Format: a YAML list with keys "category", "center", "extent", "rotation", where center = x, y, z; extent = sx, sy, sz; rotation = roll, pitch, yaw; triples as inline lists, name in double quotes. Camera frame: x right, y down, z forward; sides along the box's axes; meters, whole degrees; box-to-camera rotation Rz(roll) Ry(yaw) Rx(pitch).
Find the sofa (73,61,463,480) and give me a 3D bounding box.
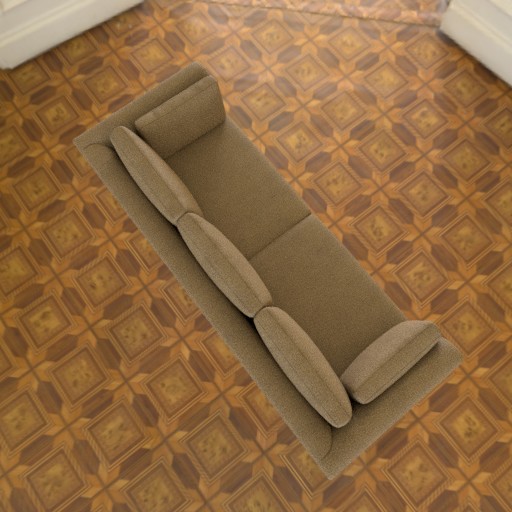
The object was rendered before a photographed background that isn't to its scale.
- category: "sofa"
  center: [0.000, 0.000, 2.826]
  extent: [0.969, 0.867, 2.415]
  rotation: [-37, 77, -10]
